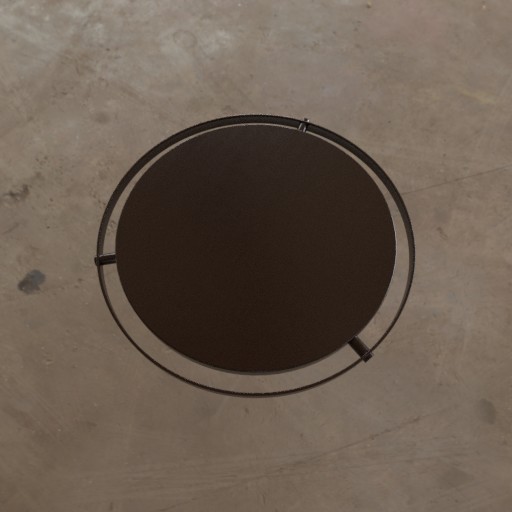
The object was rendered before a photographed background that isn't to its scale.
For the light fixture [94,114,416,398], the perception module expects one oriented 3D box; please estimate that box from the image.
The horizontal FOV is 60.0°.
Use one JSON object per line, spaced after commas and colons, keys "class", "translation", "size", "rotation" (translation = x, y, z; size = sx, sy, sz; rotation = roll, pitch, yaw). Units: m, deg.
{"class": "light fixture", "translation": [0.000, 0.000, 0.560], "size": [0.361, 0.130, 0.361], "rotation": [0, 64, 0]}
